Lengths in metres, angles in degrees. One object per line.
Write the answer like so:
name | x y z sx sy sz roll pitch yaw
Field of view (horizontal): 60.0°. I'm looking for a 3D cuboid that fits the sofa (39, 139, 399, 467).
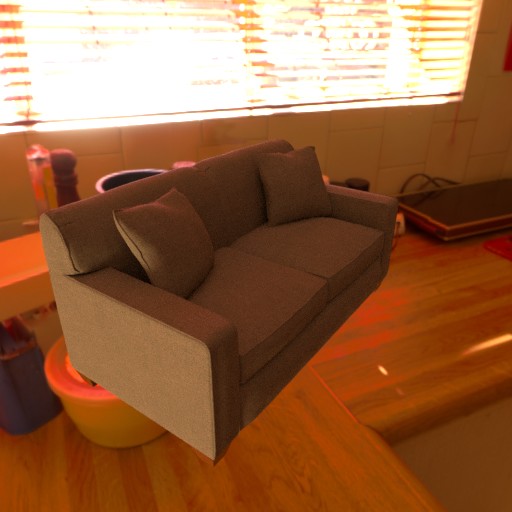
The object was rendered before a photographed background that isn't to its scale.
sofa | 0.000 0.000 2.456 1.000 0.958 1.846 18 32 31
